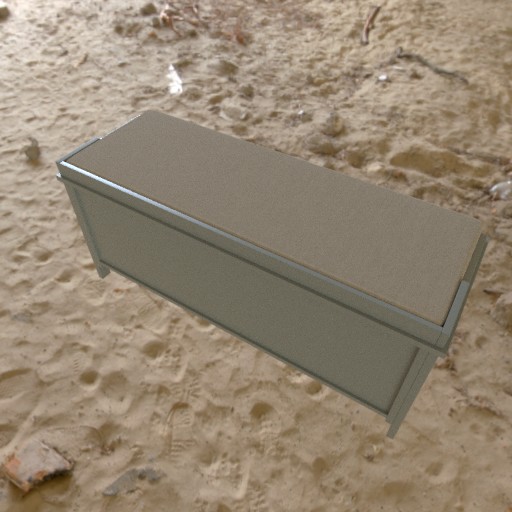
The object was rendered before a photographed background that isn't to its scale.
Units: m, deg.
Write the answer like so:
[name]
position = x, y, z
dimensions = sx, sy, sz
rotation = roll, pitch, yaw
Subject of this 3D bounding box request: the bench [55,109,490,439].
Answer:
[bench]
position = 0.000, 0.000, 1.353
dimensions = 1.140, 0.501, 0.398
rotation = 24, 50, 22
